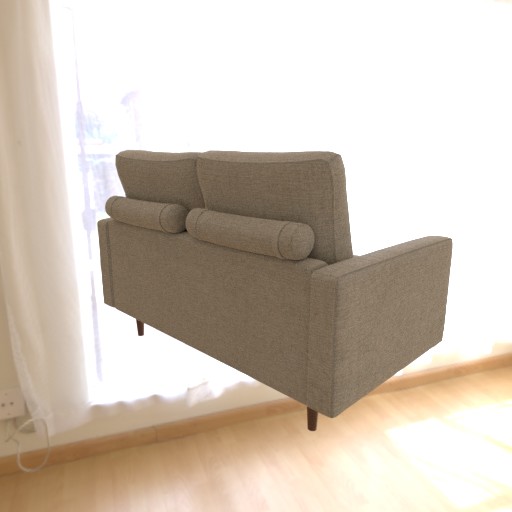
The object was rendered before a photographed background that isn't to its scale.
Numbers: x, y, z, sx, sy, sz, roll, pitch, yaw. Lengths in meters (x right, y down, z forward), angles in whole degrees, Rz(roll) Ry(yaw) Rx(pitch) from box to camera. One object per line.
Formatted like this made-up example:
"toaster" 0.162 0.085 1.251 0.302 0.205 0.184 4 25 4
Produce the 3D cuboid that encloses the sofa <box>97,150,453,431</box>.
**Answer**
"sofa" 0.000 0.000 1.950 1.407 0.907 0.842 13 19 43
